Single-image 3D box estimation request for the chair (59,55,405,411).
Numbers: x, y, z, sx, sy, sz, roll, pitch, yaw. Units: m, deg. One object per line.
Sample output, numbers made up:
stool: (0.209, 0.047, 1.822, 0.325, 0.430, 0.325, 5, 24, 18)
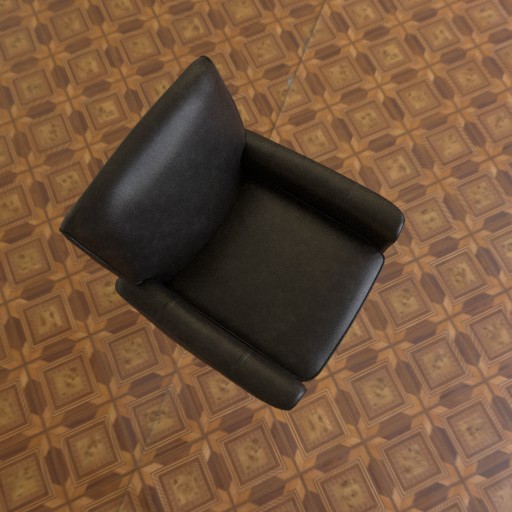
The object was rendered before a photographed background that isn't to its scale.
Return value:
chair: (0.000, 0.000, 1.646, 0.864, 1.014, 0.848, 32, 77, 8)
